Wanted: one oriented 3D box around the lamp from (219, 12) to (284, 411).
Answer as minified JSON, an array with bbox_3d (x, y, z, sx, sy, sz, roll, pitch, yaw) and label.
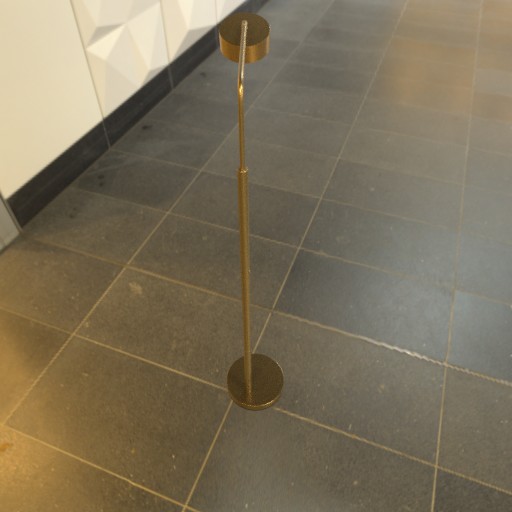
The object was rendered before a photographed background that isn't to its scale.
[{"bbox_3d":[0.000,0.000,1.337,0.219,1.230,0.418,1,47,1],"label":"lamp"}]
